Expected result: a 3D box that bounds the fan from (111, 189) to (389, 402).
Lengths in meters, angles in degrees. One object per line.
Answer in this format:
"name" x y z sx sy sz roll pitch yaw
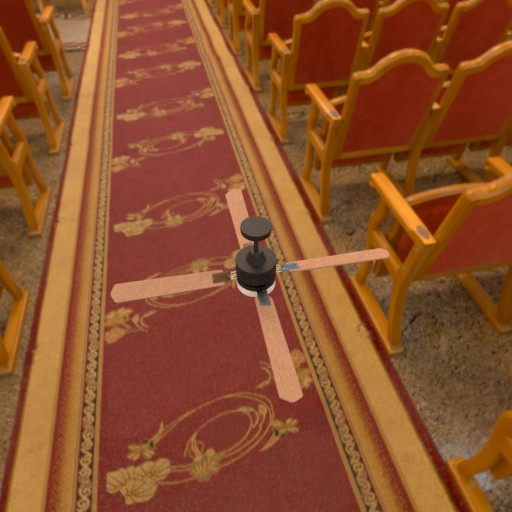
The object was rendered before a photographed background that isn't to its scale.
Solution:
"fan" 0.000 0.000 1.994 1.320 0.355 1.320 -8 45 -8
